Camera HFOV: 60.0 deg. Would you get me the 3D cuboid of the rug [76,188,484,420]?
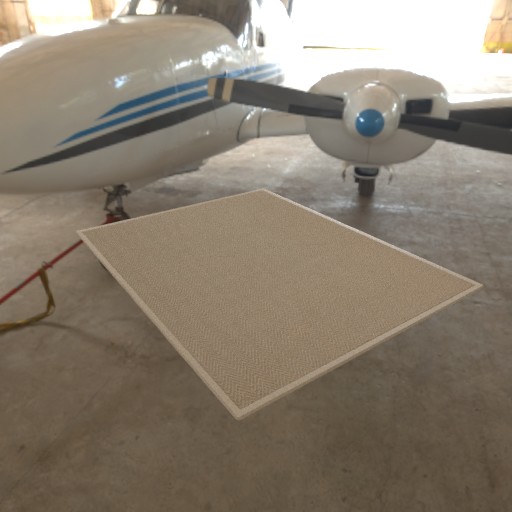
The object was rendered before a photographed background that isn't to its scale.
[{"bbox_3d":[0.000,0.000,4.087,2.407,0.020,3.051,-18,32,-31],"label":"rug"}]
